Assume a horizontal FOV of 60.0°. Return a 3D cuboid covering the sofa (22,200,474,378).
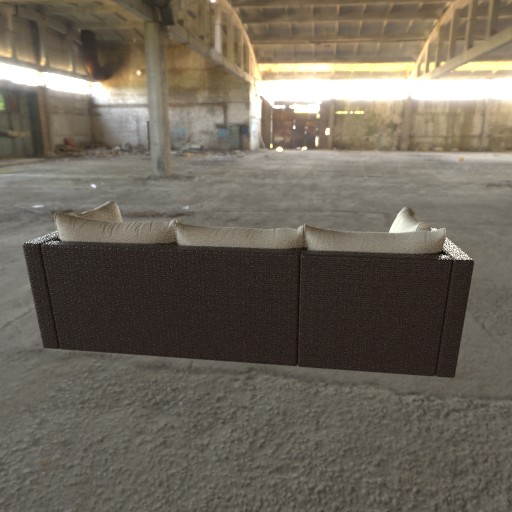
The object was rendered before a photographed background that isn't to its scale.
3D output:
[{"bbox_3d":[0.000,0.000,2.944,2.192,0.766,1.612,2,16,8],"label":"sofa"}]
